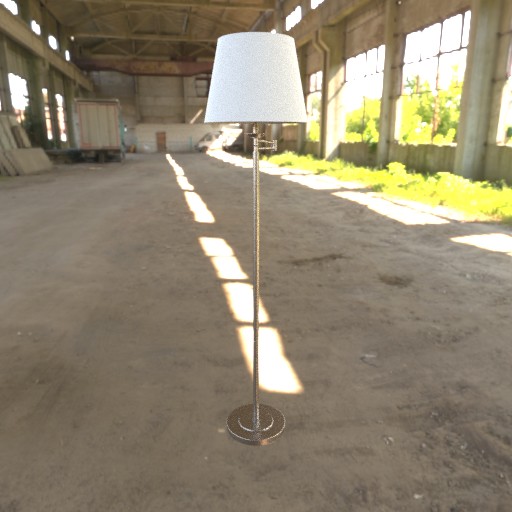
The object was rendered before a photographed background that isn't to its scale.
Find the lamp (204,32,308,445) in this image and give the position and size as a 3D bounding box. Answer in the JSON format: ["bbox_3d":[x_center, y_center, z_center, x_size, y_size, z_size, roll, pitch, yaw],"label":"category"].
[{"bbox_3d":[0.000,0.000,1.656,0.355,1.473,0.355,0,15,0],"label":"lamp"}]
